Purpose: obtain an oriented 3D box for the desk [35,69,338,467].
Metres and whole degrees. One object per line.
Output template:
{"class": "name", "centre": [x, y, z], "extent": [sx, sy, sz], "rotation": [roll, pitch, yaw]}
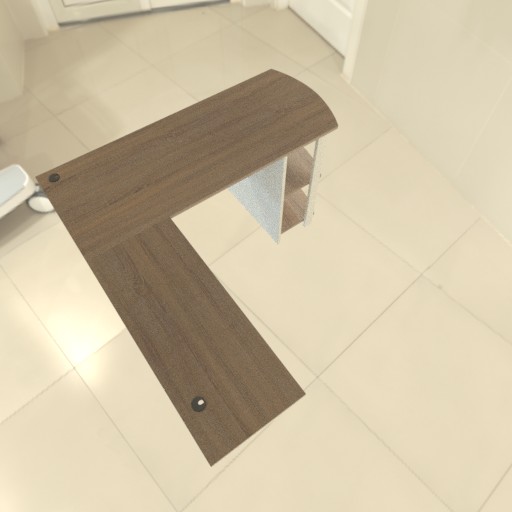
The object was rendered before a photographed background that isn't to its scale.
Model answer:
{"class": "desk", "centre": [0.000, 0.000, 2.068], "extent": [1.303, 0.716, 1.361], "rotation": [-31, 63, -18]}
